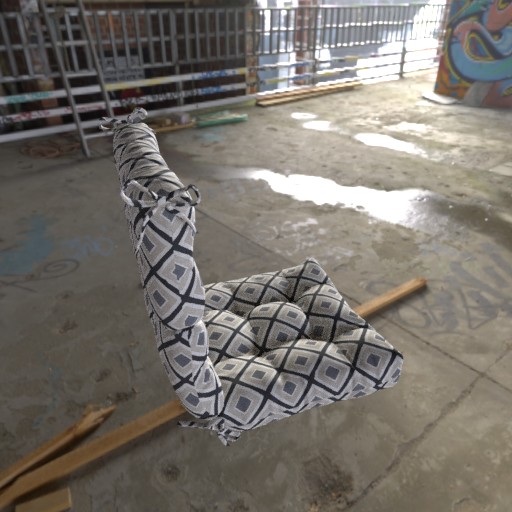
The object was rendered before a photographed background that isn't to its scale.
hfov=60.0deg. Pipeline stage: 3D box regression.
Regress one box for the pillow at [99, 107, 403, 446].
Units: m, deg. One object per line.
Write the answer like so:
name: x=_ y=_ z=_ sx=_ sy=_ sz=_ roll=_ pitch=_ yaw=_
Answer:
pillow: x=0.000 y=0.000 z=1.011 sx=0.571 sy=0.605 sz=0.519 roll=-11 pitch=32 yaw=-17
